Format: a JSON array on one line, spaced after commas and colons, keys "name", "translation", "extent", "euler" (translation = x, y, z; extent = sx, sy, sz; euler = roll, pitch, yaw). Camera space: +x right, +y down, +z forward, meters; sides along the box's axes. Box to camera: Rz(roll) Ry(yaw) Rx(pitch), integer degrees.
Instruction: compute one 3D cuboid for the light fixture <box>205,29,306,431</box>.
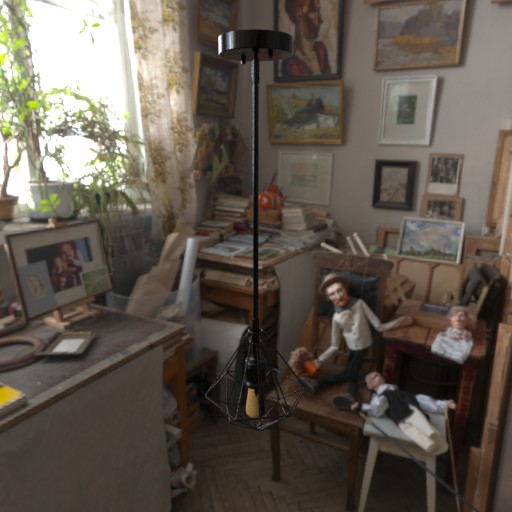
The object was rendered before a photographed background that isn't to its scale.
[{"name": "light fixture", "translation": [0.000, 0.000, 1.962], "extent": [0.487, 1.764, 0.431], "euler": [-2, 15, -9]}]
